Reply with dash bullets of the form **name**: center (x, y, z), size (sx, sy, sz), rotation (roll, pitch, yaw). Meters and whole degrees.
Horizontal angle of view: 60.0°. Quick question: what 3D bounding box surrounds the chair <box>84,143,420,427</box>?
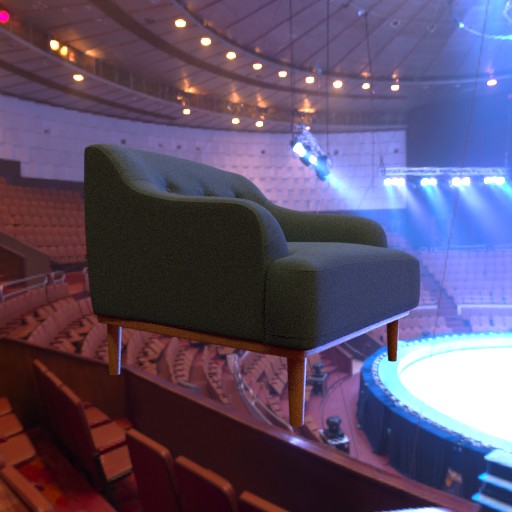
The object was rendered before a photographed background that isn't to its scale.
- **chair**: center (0.000, 0.000, 1.625), size (0.951, 0.818, 0.946), rotation (1, 1, 35)
